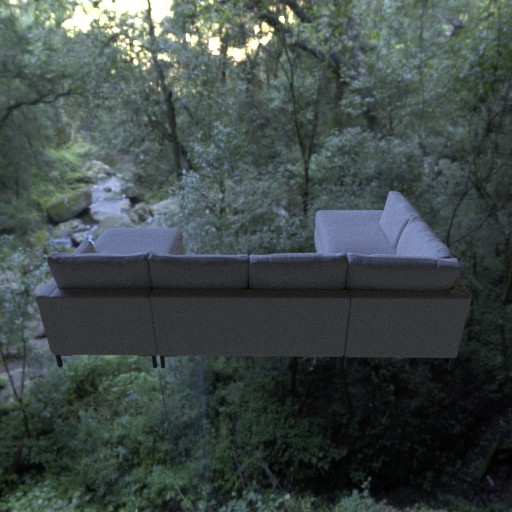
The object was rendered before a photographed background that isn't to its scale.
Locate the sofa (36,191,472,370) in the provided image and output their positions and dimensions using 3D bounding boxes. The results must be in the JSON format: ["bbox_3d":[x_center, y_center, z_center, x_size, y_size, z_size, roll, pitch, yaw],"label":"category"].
[{"bbox_3d":[0.000,0.000,3.901,2.984,0.862,1.989,0,27,1],"label":"sofa"}]
